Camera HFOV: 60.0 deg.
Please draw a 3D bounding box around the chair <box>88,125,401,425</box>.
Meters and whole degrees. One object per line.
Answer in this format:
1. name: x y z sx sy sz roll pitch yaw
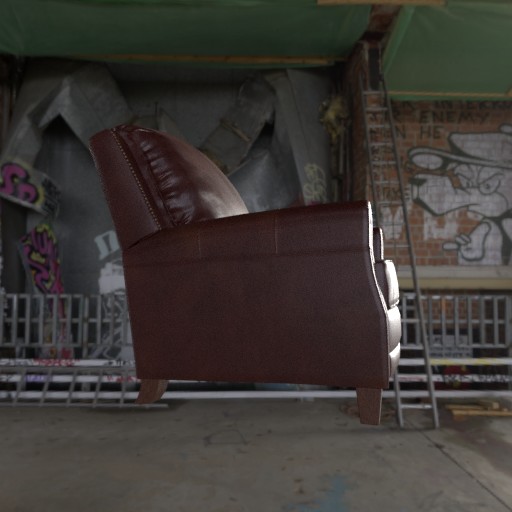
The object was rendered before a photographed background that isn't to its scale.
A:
1. chair: 0.000 0.000 1.765 1.089 1.022 0.826 -1 -3 19
